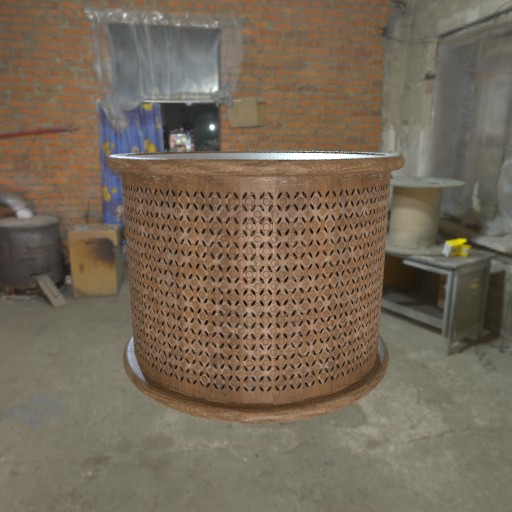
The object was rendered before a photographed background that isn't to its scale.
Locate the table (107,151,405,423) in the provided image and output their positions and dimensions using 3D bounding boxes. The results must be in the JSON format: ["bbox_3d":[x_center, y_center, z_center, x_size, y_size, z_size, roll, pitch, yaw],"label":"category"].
[{"bbox_3d":[0.000,0.000,1.001,0.607,0.450,0.607,0,14,0],"label":"table"}]
